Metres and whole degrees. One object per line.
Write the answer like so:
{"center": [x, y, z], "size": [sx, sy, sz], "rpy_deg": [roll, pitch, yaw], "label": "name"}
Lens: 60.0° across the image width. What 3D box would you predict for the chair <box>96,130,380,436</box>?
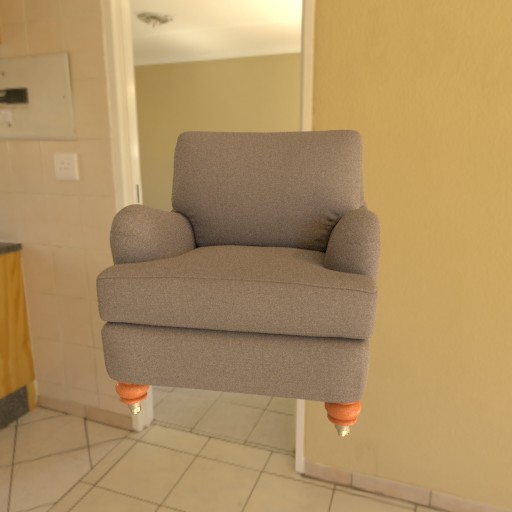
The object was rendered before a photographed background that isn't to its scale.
{"center": [0.000, 0.000, 1.854], "size": [0.955, 1.038, 1.070], "rpy_deg": [2, 13, 10], "label": "chair"}
